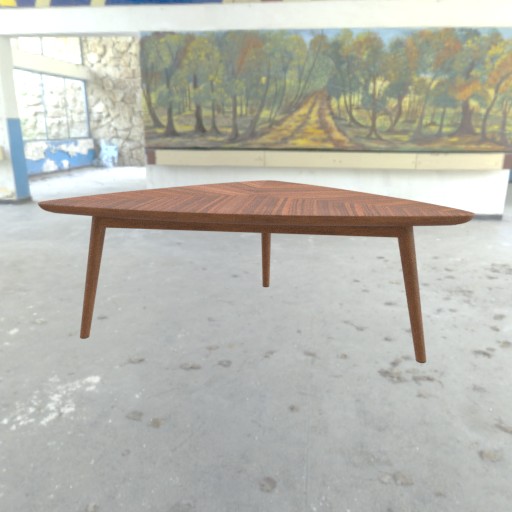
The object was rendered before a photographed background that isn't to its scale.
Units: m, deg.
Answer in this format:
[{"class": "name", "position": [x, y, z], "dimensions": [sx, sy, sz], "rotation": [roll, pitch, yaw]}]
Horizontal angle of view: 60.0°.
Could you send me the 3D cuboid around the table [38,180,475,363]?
[{"class": "table", "position": [0.000, 0.000, 1.276], "dimensions": [1.008, 0.365, 0.601], "rotation": [2, 17, 8]}]
